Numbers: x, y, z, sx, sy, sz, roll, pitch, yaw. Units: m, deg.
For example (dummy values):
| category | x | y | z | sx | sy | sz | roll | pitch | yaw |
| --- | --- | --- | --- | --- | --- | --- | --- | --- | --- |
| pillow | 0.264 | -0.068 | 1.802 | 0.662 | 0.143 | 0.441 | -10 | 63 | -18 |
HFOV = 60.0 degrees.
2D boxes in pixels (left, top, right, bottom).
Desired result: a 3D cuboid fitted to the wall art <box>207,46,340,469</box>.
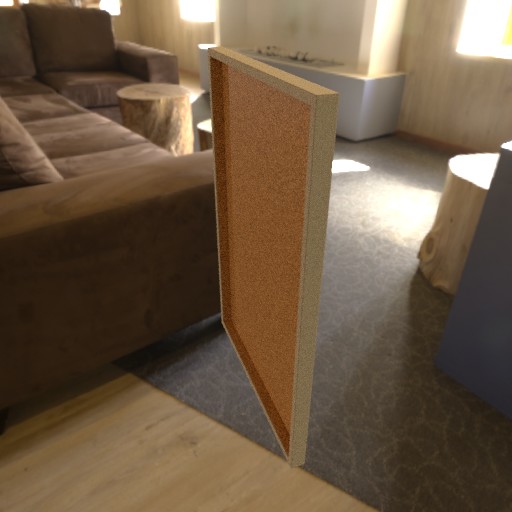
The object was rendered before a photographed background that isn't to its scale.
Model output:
| category | x | y | z | sx | sy | sz | roll | pitch | yaw |
| --- | --- | --- | --- | --- | --- | --- | --- | --- | --- |
| wall art | 0.000 | 0.000 | 1.139 | 0.038 | 0.914 | 0.610 | -11 | 33 | -17 |
